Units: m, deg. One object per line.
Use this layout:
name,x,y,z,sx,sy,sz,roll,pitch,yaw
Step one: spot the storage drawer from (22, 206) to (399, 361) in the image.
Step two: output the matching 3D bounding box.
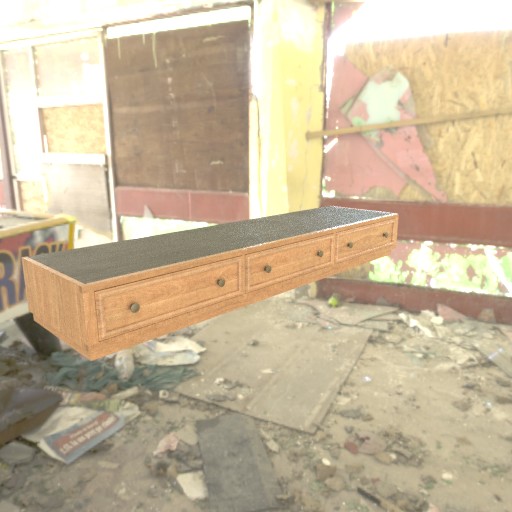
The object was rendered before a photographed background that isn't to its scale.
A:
storage drawer,0.000,0.000,2.259,0.538,0.264,2.032,14,20,43
